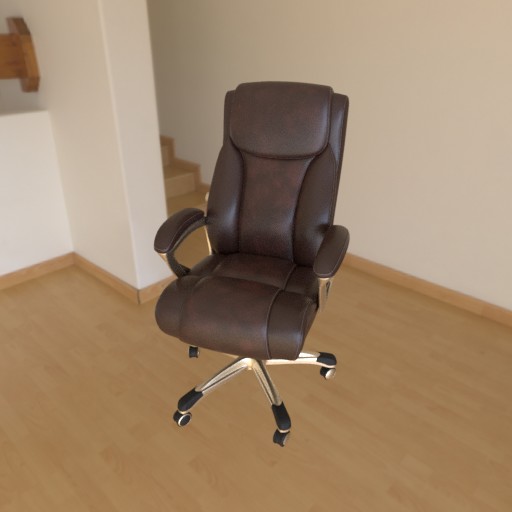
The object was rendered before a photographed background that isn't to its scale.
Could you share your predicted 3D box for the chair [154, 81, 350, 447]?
[{"bbox_3d":[0.000,0.000,1.697,0.692,1.194,0.749,8,28,16],"label":"chair"}]
